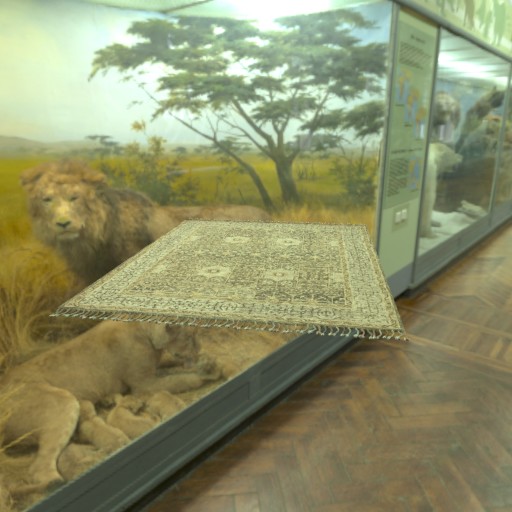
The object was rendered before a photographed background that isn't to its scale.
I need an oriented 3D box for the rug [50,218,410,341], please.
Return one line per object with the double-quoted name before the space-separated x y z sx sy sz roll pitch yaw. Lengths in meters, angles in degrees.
"rug" 0.000 0.000 4.449 2.431 0.017 3.291 3 17 8
